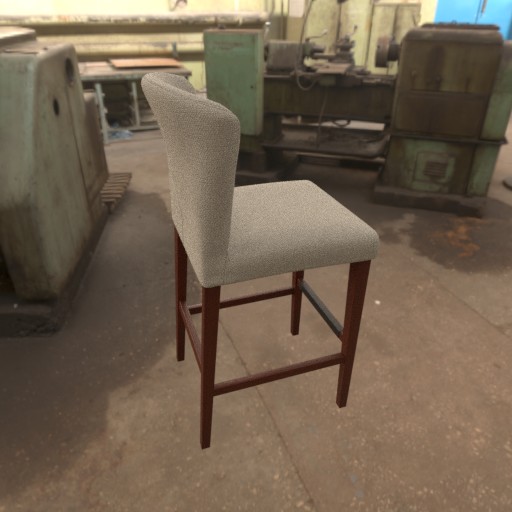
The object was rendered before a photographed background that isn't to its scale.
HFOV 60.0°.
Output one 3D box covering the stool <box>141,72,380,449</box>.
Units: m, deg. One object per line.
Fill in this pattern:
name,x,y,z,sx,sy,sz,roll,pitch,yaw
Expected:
stool,0.000,0.000,1.379,0.568,1.069,0.481,-10,31,-17
